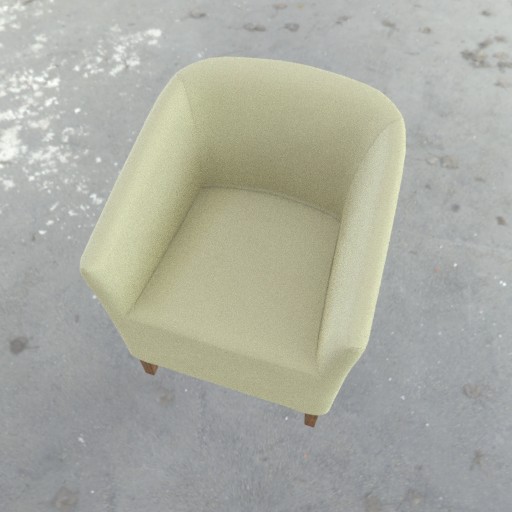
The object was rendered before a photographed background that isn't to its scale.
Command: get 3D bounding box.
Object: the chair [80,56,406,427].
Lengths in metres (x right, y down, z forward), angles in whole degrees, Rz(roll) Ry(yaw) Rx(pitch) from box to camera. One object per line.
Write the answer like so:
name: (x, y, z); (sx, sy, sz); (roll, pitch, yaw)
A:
chair: (0.000, 0.000, 1.280); (0.643, 0.822, 0.657); (15, 59, 9)
